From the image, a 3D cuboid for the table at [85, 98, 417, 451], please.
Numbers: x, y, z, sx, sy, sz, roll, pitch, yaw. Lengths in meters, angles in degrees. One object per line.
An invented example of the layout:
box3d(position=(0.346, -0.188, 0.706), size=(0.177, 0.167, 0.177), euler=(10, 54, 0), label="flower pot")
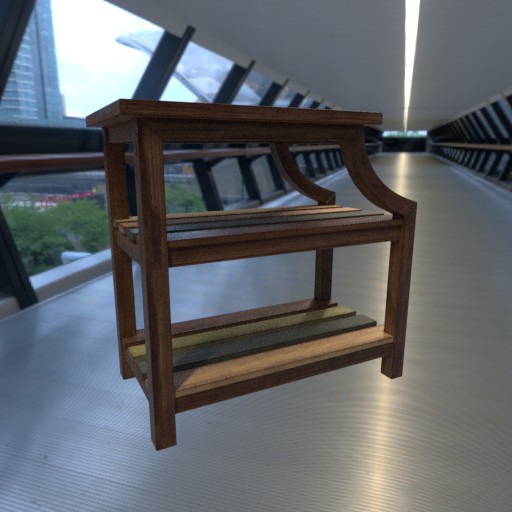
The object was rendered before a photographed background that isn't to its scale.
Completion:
box3d(position=(0.000, 0.000, 0.966), size=(0.609, 0.584, 0.356), euler=(-7, 15, -27), label="table")
